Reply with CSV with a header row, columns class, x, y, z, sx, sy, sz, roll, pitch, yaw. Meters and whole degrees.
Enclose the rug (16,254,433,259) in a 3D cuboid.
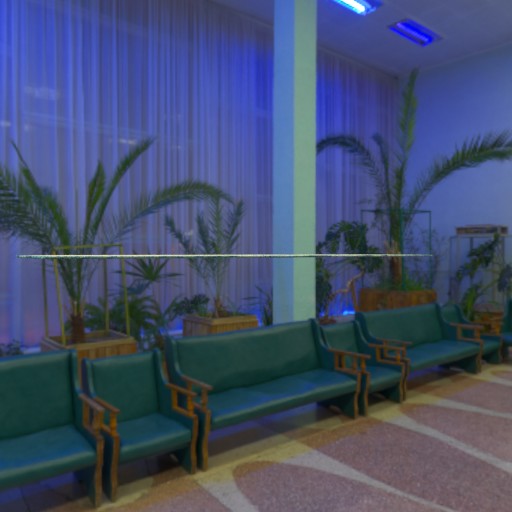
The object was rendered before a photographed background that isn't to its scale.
class,x,y,z,sx,sy,sz,roll,pitch,yaw
rug,0.000,0.000,2.631,2.435,0.011,0.750,0,0,-35
